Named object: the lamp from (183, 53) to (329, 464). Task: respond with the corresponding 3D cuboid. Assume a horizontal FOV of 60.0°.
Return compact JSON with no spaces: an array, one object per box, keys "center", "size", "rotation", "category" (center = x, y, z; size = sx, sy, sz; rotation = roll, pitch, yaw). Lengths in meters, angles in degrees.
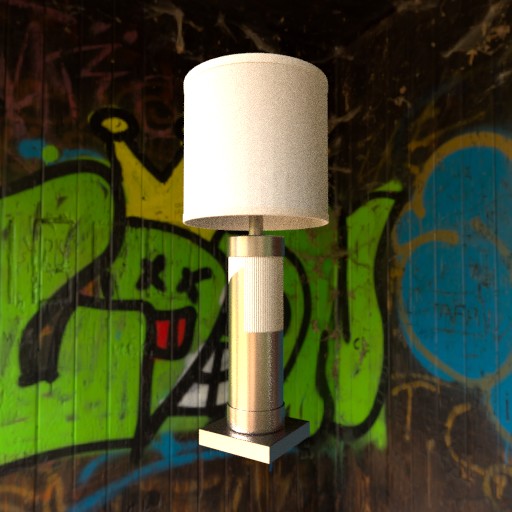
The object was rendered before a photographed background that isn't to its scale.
[{"center":[0.000,0.000,0.622],"size":[0.202,0.509,0.202],"rotation":[-1,-2,33],"category":"lamp"}]
